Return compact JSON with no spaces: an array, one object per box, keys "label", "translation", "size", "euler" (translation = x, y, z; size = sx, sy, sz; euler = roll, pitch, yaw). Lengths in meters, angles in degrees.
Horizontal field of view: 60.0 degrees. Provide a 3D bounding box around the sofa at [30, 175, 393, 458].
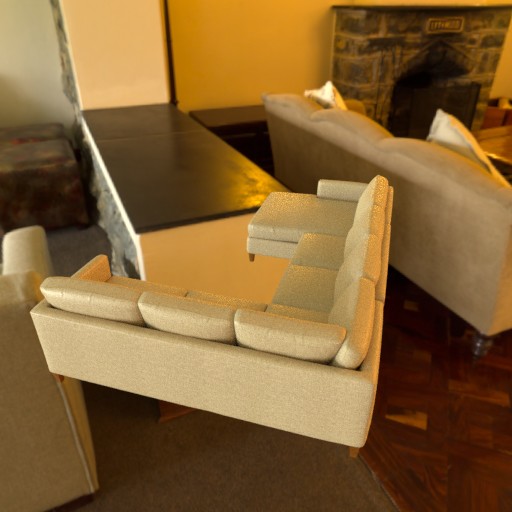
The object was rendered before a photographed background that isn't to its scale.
[{"label":"sofa","translation":[0.000,0.000,4.561],"size":[2.594,0.961,3.460],"euler":[9,31,14]}]
